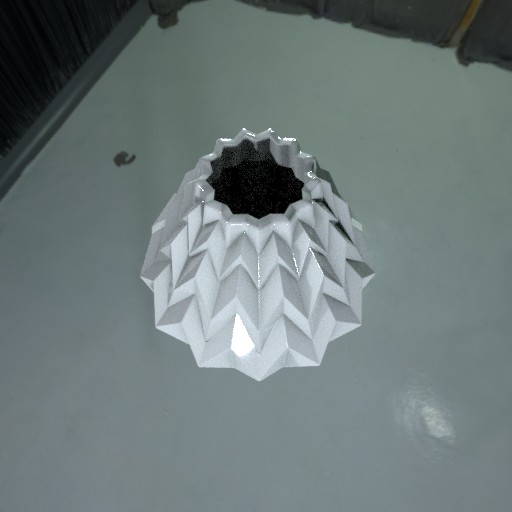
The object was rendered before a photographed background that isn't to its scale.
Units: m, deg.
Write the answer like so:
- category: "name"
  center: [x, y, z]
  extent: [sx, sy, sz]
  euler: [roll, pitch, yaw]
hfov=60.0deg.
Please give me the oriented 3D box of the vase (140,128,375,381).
- category: "vase"
  center: [0.000, 0.000, 0.305]
  extent: [0.164, 0.185, 0.164]
  euler: [0, 64, 0]
